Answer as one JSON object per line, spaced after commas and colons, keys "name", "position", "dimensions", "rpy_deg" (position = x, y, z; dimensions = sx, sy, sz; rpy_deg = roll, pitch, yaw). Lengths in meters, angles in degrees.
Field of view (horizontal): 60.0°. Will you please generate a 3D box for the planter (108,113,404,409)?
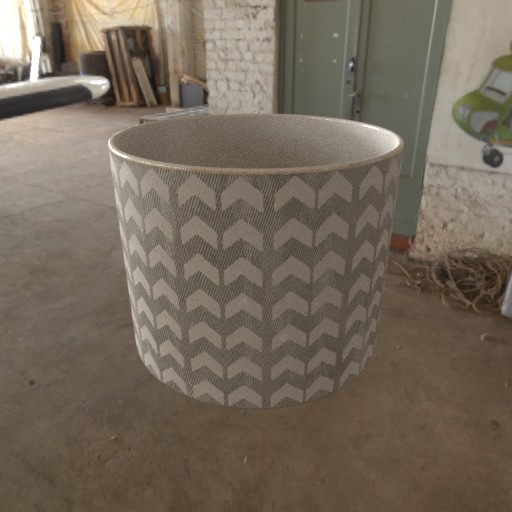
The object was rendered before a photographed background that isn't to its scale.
{"name": "planter", "position": [0.000, 0.000, 0.335], "dimensions": [0.190, 0.181, 0.190], "rpy_deg": [0, 26, 0]}
